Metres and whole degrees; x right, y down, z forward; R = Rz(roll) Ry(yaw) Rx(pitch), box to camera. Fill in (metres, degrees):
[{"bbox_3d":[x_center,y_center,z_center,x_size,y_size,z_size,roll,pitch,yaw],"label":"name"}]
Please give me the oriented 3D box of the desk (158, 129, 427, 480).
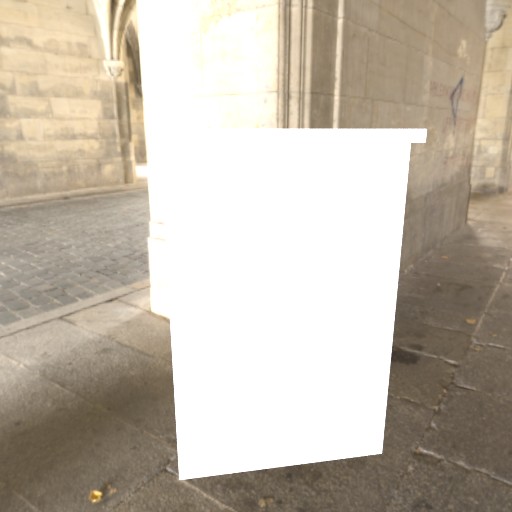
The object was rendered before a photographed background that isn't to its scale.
[{"bbox_3d":[0.000,0.000,1.323,0.498,0.729,0.900,-3,16,-10],"label":"desk"}]
